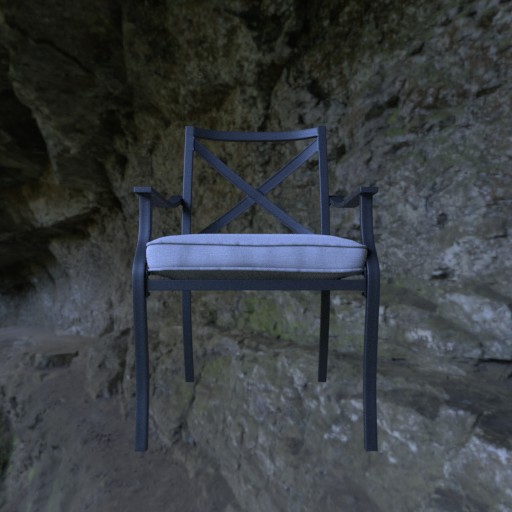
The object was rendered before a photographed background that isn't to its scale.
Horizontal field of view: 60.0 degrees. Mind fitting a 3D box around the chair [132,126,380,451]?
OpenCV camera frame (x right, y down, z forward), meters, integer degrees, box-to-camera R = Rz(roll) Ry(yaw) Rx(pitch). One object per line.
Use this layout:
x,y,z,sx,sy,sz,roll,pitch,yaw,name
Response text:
0.000,0.000,1.296,0.575,0.889,0.620,0,2,0,chair
